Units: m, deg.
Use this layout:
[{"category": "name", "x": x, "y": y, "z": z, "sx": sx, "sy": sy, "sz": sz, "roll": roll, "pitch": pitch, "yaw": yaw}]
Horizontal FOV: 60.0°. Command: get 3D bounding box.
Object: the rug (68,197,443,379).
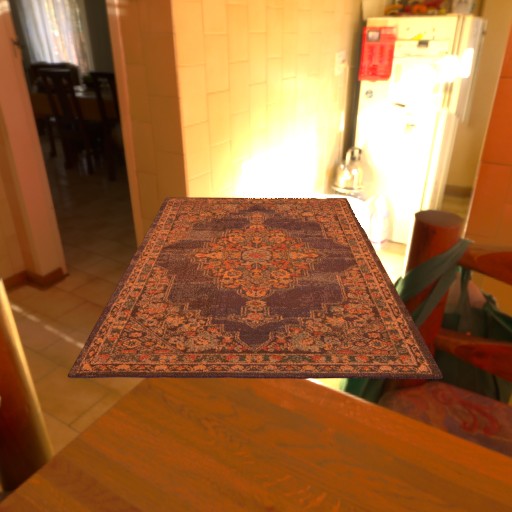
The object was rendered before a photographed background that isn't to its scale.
[{"category": "rug", "x": 0.000, "y": 0.000, "z": 3.708, "sx": 2.053, "sy": 0.011, "sz": 2.940, "roll": 0, "pitch": 27, "yaw": 0}]
